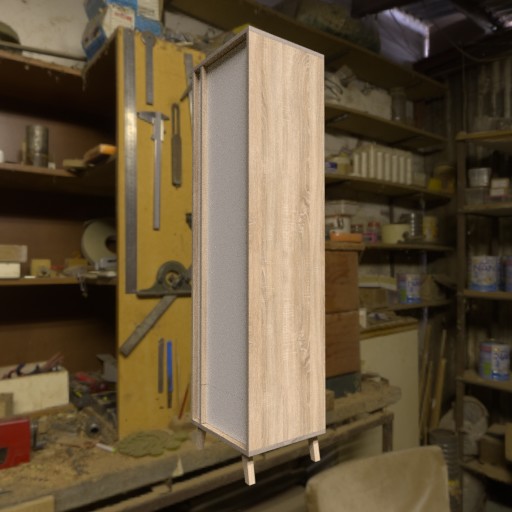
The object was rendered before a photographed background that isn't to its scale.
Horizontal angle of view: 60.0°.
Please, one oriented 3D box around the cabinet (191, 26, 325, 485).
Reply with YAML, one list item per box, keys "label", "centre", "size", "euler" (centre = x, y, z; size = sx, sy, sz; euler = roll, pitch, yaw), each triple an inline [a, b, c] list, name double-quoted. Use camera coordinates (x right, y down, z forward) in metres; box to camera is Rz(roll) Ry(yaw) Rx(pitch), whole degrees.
- label: "cabinet"
  centre: [0.000, 0.000, 2.214]
  size: [0.450, 1.960, 0.510]
  euler: [1, -2, -36]
